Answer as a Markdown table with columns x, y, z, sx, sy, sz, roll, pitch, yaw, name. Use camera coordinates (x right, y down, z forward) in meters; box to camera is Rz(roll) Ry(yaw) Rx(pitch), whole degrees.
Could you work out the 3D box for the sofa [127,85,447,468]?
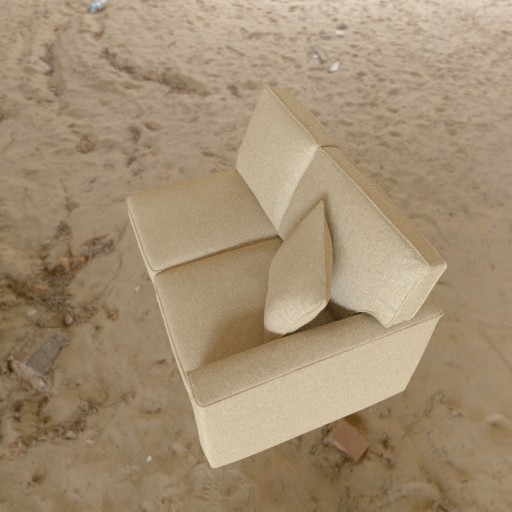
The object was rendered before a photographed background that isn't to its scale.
| x | y | z | sx | sy | sz | roll | pitch | yaw | name |
| --- | --- | --- | --- | --- | --- | --- | --- | --- | --- |
| 0.000 | 0.000 | 2.079 | 0.991 | 0.989 | 1.388 | -16 | 48 | -15 | sofa |
